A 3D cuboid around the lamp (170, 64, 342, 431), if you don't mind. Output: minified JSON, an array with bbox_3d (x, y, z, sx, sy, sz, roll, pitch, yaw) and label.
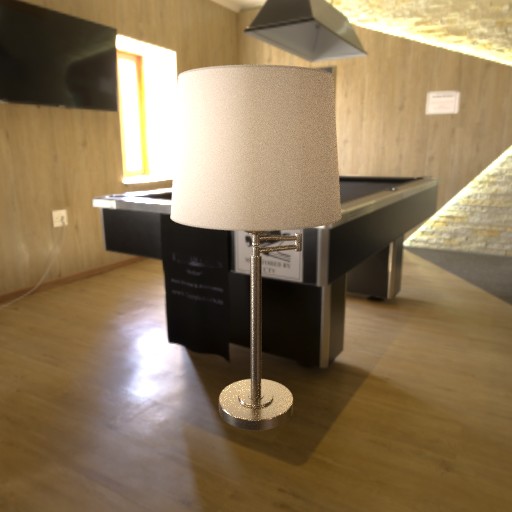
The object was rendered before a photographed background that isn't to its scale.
[{"bbox_3d":[0.000,0.000,0.898,0.333,0.696,0.333,0,14,0],"label":"lamp"}]
